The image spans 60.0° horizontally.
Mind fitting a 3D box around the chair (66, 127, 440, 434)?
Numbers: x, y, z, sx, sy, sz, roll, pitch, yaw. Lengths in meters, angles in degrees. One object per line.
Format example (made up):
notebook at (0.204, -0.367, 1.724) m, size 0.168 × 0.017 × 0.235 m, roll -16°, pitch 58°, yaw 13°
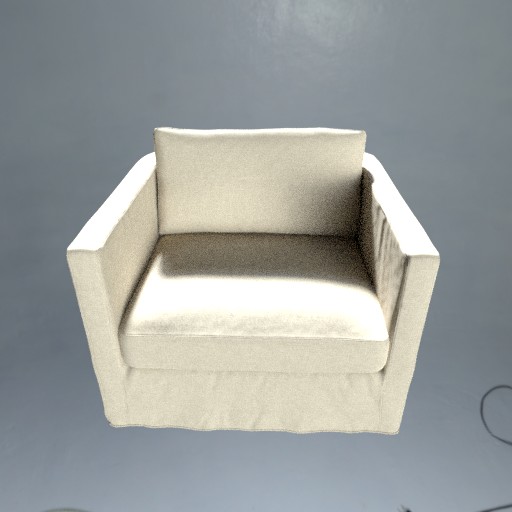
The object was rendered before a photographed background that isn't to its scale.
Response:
chair at (0.000, 0.000, 1.720) m, size 1.057 × 0.867 × 0.949 m, roll 1°, pitch 30°, yaw 2°
